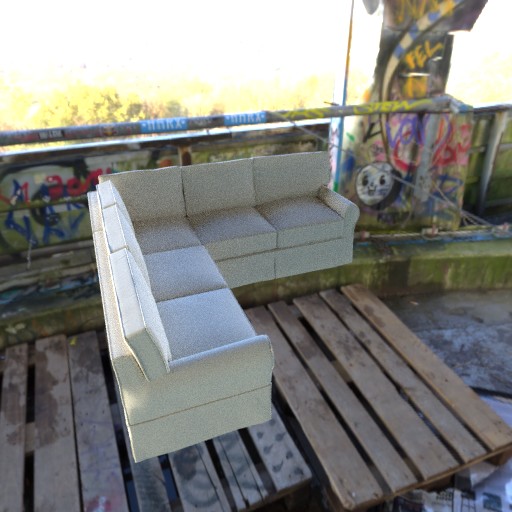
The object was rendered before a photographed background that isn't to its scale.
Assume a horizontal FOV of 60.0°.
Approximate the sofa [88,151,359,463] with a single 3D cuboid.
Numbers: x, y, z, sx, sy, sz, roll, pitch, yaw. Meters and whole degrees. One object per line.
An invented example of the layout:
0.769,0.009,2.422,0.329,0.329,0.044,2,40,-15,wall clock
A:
0.000,0.000,3.899,2.597,1.070,2.591,-11,32,-18,sofa
